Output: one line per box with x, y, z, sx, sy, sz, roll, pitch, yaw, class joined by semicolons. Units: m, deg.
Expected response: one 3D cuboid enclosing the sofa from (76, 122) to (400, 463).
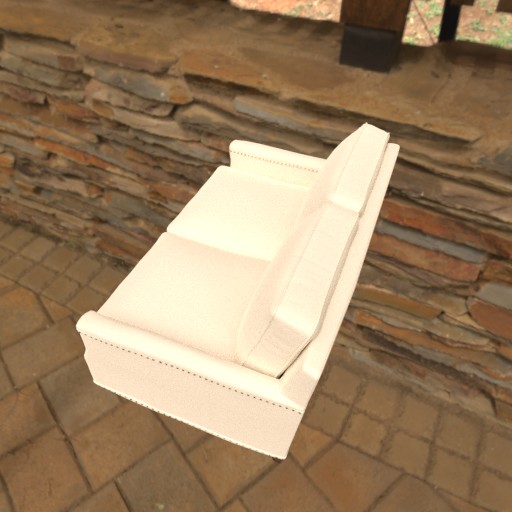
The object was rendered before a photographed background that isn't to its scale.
0.000;0.000;2.281;1.084;1.003;1.597;16;48;16;sofa
